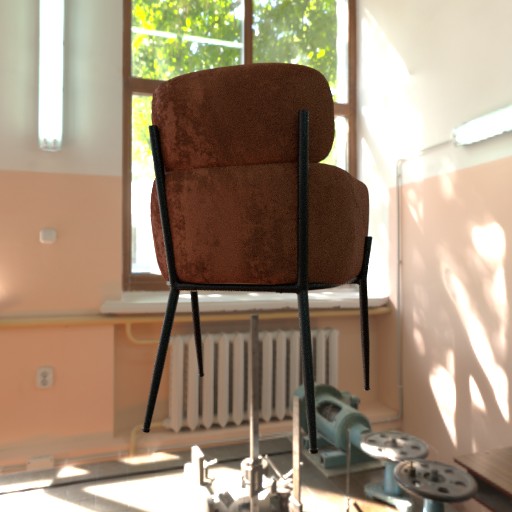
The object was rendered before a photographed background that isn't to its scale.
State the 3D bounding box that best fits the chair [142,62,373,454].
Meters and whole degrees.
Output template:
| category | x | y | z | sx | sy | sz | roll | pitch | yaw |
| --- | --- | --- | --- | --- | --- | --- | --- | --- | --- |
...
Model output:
| category | x | y | z | sx | sy | sz | roll | pitch | yaw |
| --- | --- | --- | --- | --- | --- | --- | --- | --- | --- |
| chair | 0.000 | 0.000 | 1.125 | 0.561 | 0.772 | 0.523 | 0 | -1 | 17 |
